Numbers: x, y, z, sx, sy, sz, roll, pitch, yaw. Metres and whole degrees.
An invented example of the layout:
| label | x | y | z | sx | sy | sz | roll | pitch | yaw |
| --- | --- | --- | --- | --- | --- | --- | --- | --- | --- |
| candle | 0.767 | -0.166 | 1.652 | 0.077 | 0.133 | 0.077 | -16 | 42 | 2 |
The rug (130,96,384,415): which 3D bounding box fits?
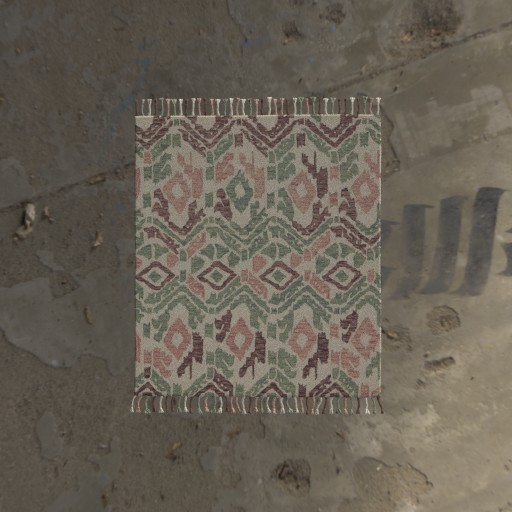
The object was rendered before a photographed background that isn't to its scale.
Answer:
| label | x | y | z | sx | sy | sz | roll | pitch | yaw |
| --- | --- | --- | --- | --- | --- | --- | --- | --- | --- |
| rug | 0.000 | 0.000 | 4.256 | 2.438 | 0.010 | 3.048 | 0 | 90 | 1 |
